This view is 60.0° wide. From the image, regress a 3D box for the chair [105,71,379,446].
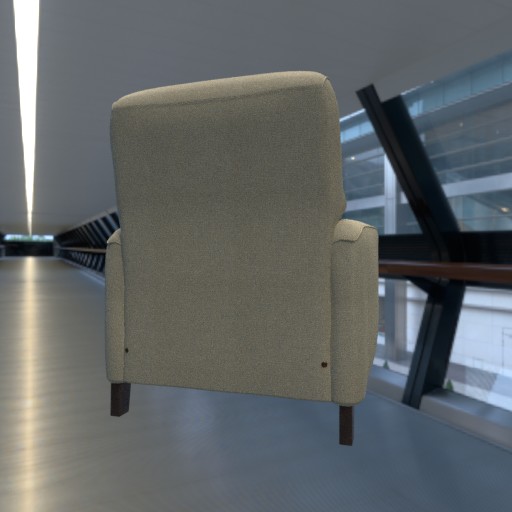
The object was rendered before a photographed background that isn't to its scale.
[{"bbox_3d":[0.000,0.000,1.604,0.850,1.006,0.853,0,0,17],"label":"chair"}]
